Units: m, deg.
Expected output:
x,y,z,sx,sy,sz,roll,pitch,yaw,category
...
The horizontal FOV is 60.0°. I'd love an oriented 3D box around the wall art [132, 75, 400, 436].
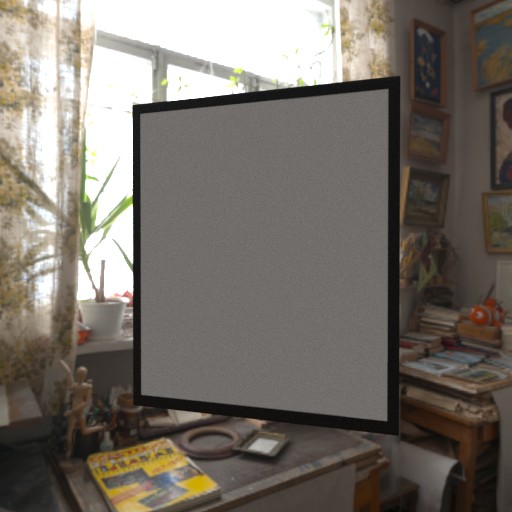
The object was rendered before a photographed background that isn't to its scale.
x,y,z,sx,sy,sz,roll,pitch,yaw,category
0.000,0.000,0.698,0.430,0.509,0.021,0,1,17,wall art
